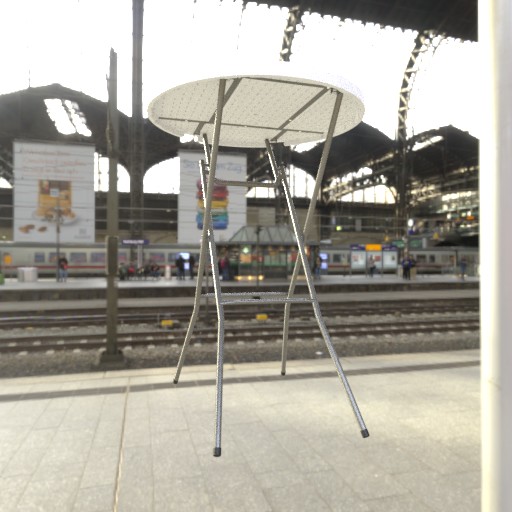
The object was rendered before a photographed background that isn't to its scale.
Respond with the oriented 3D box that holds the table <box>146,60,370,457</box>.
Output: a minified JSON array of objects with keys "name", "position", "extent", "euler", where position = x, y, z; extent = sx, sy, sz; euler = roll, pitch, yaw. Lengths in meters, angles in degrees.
[{"name":"table","position":[0.000,0.000,1.644],"extent":[0.792,1.105,0.795],"euler":[0,-1,-17]}]
